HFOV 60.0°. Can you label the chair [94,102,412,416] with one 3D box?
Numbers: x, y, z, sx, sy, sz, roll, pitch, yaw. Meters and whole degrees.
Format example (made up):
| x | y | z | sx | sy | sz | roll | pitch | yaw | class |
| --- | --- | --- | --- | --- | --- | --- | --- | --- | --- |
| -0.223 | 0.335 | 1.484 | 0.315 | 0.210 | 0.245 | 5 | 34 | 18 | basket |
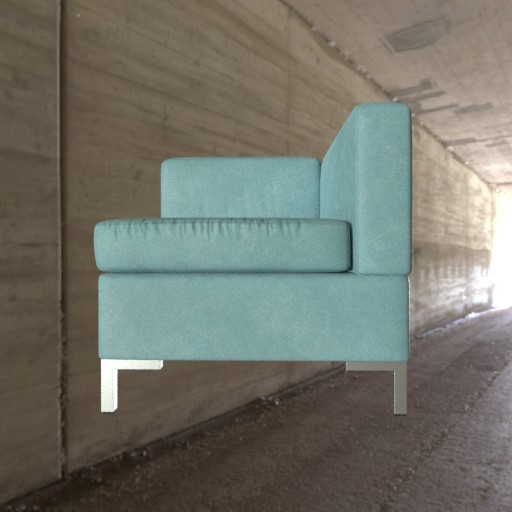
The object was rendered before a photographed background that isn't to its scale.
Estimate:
| x | y | z | sx | sy | sz | roll | pitch | yaw | class |
| --- | --- | --- | --- | --- | --- | --- | --- | --- | --- |
| 0.000 | 0.000 | 1.227 | 0.680 | 0.660 | 0.680 | 0 | 0 | 1 | chair |
